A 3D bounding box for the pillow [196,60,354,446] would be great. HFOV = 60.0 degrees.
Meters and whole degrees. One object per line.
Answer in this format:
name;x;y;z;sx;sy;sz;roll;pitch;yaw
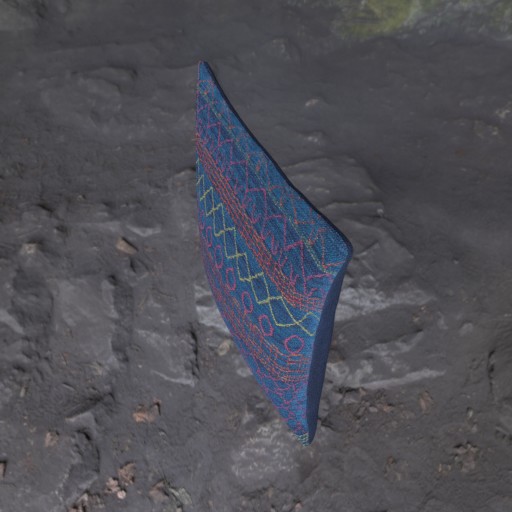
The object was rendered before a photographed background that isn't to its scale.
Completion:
pillow;0.000;0.000;0.668;0.141;0.431;0.431;-16;47;-15
